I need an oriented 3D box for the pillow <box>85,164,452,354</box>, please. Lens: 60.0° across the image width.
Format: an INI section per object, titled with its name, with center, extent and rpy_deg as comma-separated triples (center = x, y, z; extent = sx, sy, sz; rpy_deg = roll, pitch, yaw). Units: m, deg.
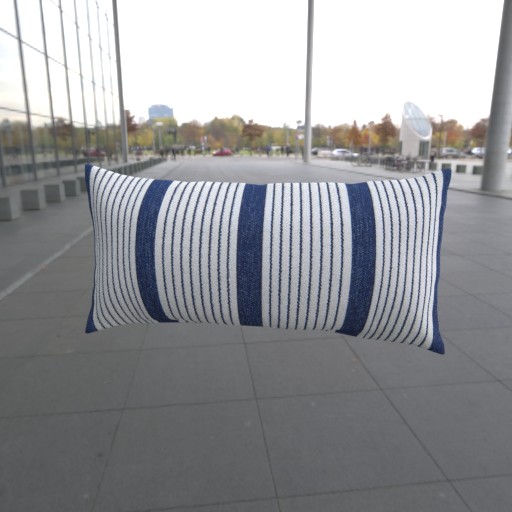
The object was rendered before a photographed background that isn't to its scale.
[pillow]
center = 0.000, 0.000, 0.731
extent = 0.608, 0.292, 0.156
rpy_deg = 2, 14, 8
